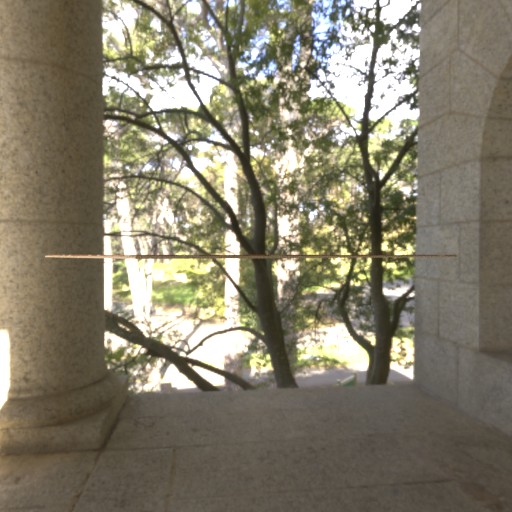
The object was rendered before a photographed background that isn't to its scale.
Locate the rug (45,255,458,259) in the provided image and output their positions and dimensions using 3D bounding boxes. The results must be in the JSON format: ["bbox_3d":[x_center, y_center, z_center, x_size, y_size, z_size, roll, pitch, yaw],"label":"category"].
[{"bbox_3d":[0.000,0.000,2.963,2.286,0.016,1.555,0,0,-37],"label":"rug"}]
